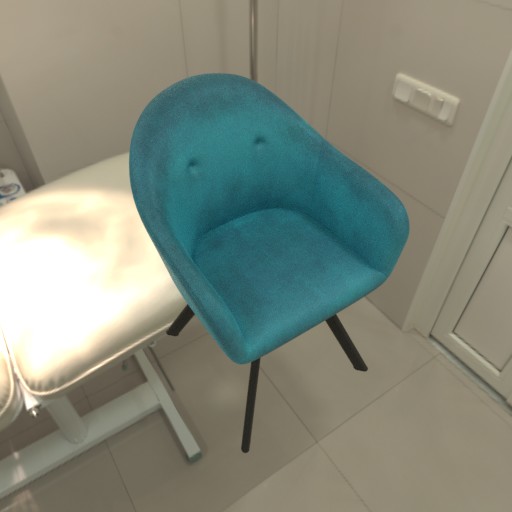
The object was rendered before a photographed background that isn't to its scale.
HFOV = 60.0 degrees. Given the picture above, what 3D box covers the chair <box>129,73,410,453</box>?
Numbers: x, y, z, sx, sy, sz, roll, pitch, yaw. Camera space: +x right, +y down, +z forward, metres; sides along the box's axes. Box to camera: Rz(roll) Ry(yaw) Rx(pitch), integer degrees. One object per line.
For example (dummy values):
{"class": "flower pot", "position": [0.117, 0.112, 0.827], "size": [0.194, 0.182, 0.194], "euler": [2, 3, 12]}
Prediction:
{"class": "chair", "position": [0.000, 0.000, 1.175], "size": [0.540, 0.780, 0.570], "euler": [-26, 50, -23]}
